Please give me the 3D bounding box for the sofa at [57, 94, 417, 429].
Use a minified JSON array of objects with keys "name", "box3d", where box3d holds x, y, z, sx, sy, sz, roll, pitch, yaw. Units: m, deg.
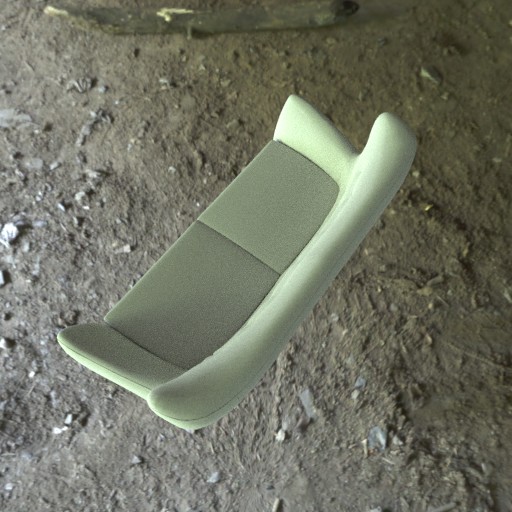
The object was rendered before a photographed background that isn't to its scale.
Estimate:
[{"name":"sofa","box3d":[0.000,0.000,2.389,0.899,0.890,1.930,34,68,16]}]
